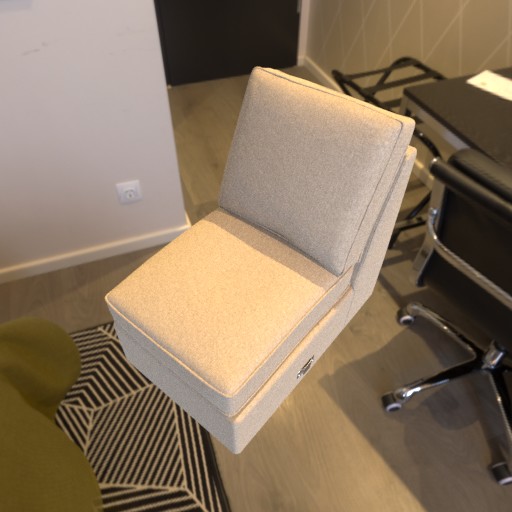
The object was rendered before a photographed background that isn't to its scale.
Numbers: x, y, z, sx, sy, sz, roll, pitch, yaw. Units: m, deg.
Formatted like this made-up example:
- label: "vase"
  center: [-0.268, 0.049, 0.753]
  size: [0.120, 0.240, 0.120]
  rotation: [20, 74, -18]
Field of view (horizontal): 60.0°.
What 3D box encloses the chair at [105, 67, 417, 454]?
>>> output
- label: "chair"
  center: [0.000, 0.000, 1.704]
  size: [0.674, 1.058, 1.020]
  rotation: [31, 54, 26]
